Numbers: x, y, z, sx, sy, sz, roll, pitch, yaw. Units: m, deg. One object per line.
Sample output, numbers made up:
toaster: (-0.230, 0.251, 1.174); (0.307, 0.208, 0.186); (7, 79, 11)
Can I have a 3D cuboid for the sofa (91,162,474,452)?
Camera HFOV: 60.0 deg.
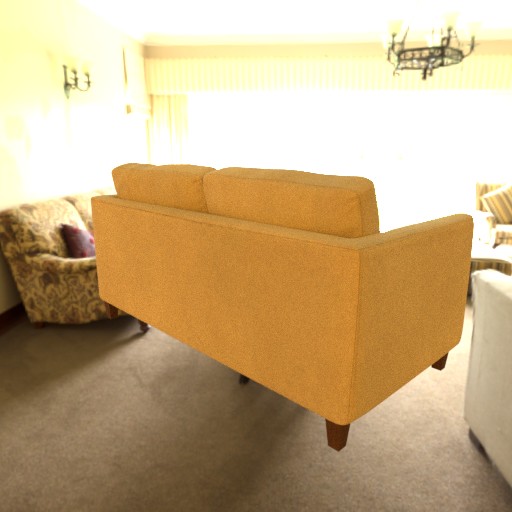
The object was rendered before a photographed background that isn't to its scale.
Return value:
sofa: (0.000, 0.000, 2.307); (0.950, 0.940, 1.846); (-13, 19, -43)
